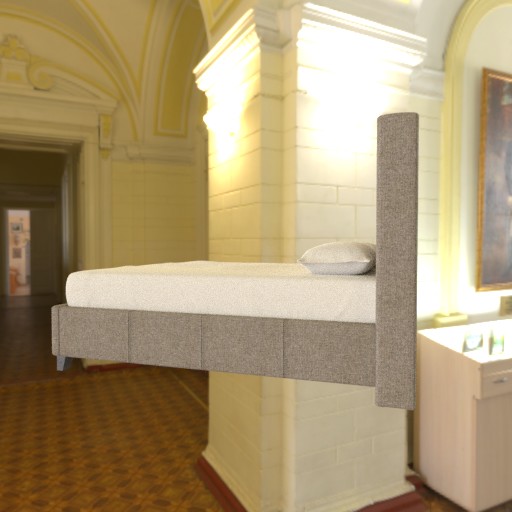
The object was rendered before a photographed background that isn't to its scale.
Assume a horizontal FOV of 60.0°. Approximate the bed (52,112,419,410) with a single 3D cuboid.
[{"bbox_3d":[0.000,0.000,3.325,2.245,1.481,1.714,1,2,19],"label":"bed"}]
